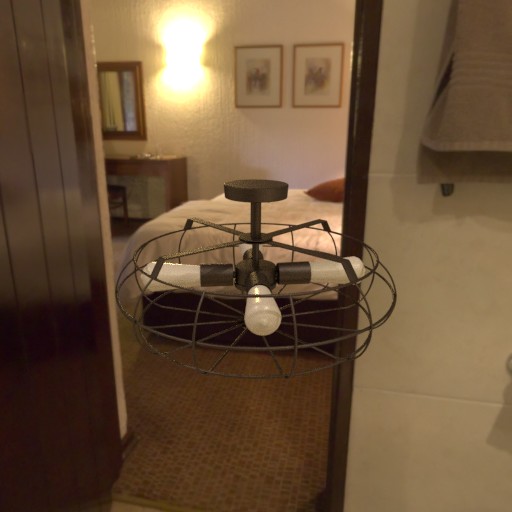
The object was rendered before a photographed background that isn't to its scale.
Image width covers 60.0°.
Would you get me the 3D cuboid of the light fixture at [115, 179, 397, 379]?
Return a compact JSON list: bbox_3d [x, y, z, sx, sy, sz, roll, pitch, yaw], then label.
[{"bbox_3d":[0.000,0.000,0.949,0.582,0.311,0.582,0,16,0],"label":"light fixture"}]
